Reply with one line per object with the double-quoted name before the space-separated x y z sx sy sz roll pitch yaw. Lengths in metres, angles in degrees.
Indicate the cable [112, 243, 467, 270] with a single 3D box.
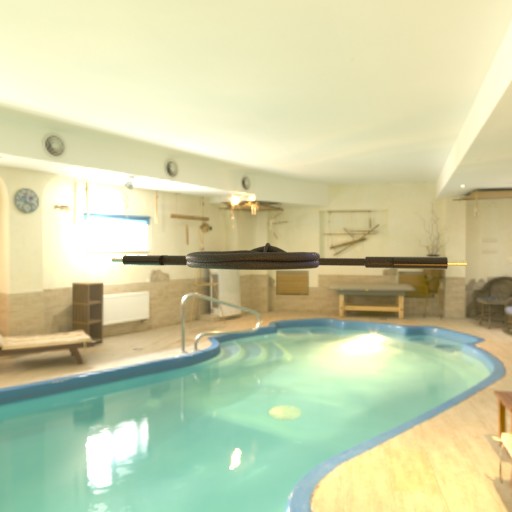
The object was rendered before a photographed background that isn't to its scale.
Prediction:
"cable" 0.000 0.000 0.227 0.203 0.014 0.070 0 1 17
